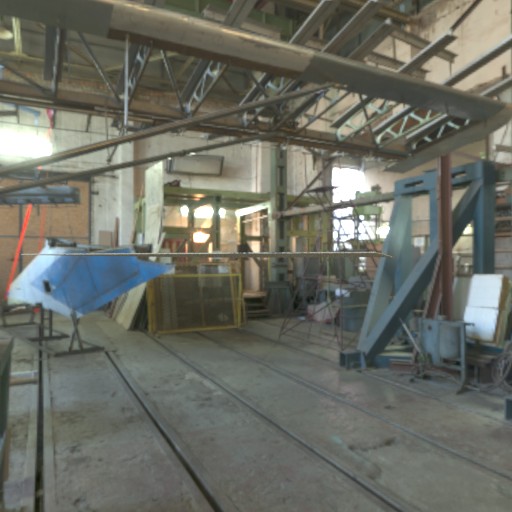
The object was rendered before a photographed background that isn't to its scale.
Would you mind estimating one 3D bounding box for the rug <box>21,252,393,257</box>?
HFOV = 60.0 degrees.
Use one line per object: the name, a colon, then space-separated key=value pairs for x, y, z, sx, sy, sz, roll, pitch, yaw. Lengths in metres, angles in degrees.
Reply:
rug: x=0.000 y=0.000 z=4.271 sx=2.438 sy=0.006 sz=3.197 roll=0 pitch=-1 yaw=19
